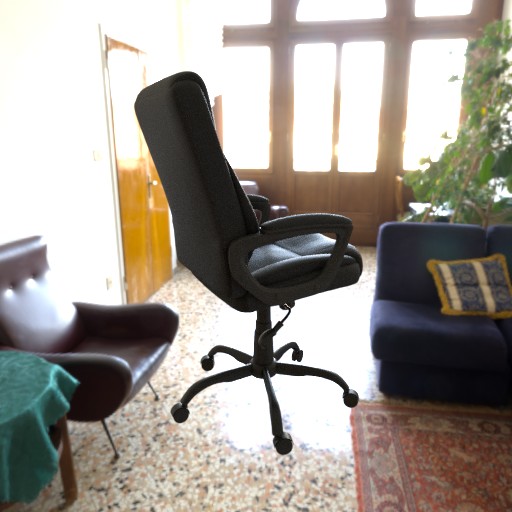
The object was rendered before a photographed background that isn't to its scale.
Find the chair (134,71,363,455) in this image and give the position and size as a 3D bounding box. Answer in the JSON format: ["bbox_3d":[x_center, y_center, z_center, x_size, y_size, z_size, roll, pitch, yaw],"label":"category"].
[{"bbox_3d":[0.000,0.000,1.467,0.655,1.072,0.615,-7,16,-25],"label":"chair"}]
